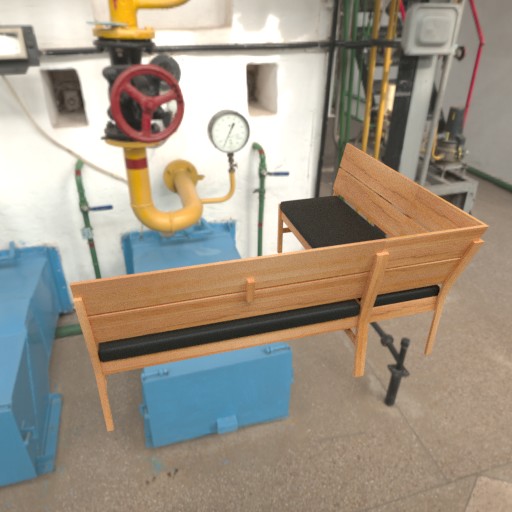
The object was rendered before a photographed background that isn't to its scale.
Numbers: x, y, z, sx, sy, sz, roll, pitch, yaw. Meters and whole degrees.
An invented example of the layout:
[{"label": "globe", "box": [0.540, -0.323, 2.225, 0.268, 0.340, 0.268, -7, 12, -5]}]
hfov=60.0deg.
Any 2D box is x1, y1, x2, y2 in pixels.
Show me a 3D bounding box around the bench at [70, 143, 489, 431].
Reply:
[{"label": "bench", "box": [0.000, 0.000, 2.817, 1.948, 0.890, 1.548, -8, 31, -14]}]
